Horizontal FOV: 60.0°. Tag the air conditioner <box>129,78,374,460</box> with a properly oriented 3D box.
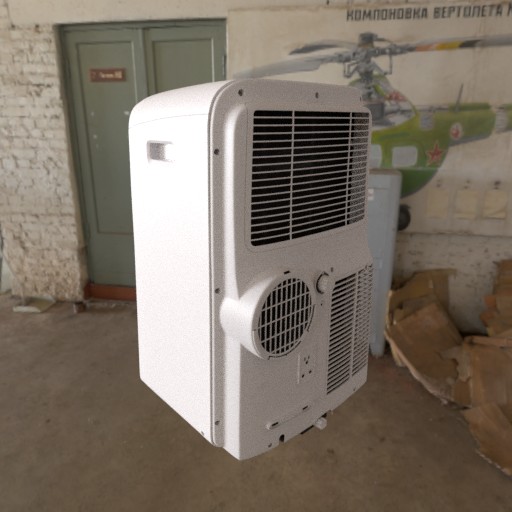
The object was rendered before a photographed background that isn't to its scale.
[{"bbox_3d":[0.000,0.000,1.071,0.478,0.765,0.467,-15,23,-41],"label":"air conditioner"}]
